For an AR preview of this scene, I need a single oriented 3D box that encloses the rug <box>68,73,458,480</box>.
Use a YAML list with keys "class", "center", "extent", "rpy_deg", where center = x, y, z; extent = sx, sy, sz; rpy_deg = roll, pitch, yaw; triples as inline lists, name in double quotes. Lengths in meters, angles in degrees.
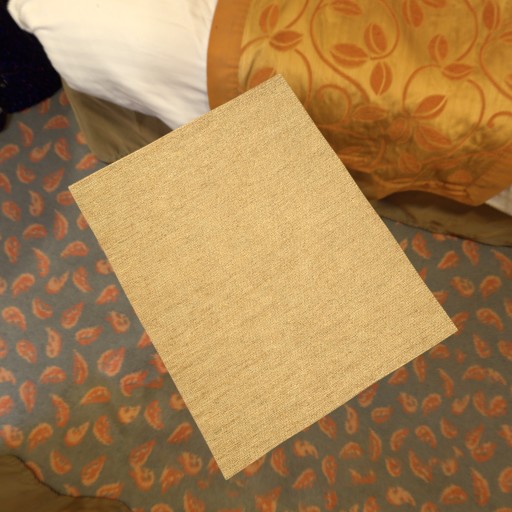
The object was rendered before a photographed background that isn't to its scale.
- class: "rug"
  center: [0.000, 0.000, 4.121]
  extent: [2.406, 0.012, 3.034]
  rpy_deg: [-30, 79, -6]
